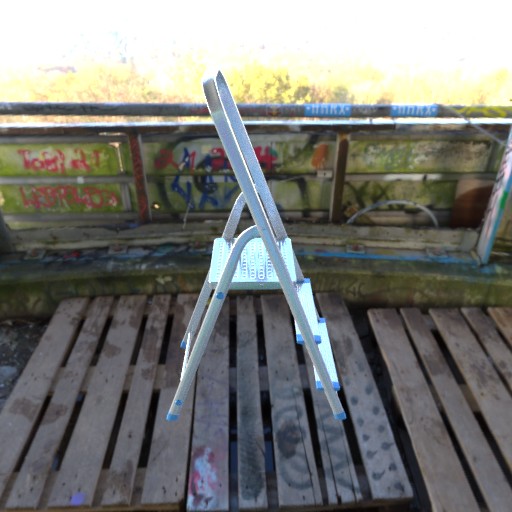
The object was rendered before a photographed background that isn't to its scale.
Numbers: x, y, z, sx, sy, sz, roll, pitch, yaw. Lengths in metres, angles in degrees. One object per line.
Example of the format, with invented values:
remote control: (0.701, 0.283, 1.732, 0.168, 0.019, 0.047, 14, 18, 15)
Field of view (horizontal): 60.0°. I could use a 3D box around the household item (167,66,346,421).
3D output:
household item: (0.000, 0.000, 1.549, 0.687, 1.215, 0.420, 0, 32, 0)
